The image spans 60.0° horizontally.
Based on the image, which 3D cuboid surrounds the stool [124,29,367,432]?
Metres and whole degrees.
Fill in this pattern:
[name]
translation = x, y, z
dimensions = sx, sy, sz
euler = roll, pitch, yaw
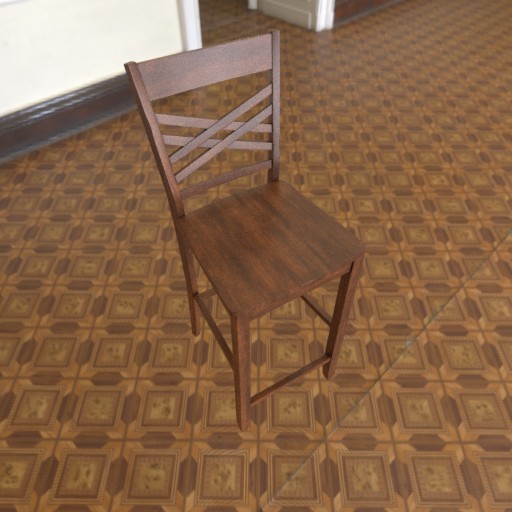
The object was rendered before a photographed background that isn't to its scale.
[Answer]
[stool]
translation = 0.000, 0.000, 1.353
dimensions = 0.426, 1.098, 0.504
euler = -24, 51, -21
